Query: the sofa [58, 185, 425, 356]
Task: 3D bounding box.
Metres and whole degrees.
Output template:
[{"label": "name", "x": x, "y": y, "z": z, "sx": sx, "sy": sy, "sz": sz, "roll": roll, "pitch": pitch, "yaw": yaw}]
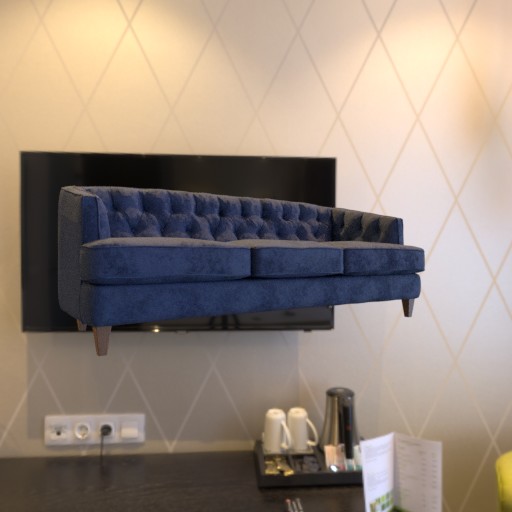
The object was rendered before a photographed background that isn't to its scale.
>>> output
[{"label": "sofa", "x": 0.000, "y": 0.000, "z": 2.806, "sx": 2.278, "sy": 0.855, "sz": 0.941, "roll": 0, "pitch": 0, "yaw": -34}]
